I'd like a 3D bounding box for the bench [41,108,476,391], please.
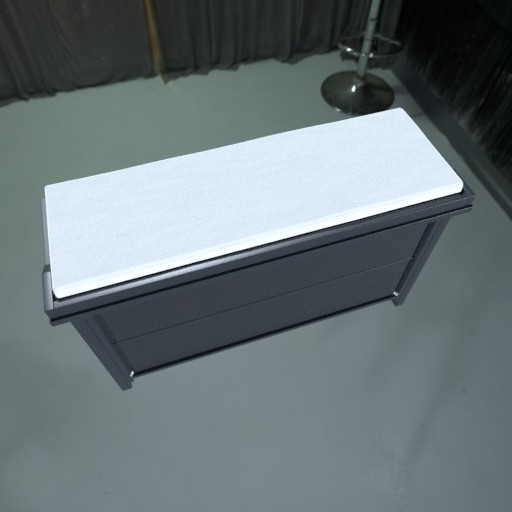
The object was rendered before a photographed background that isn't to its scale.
[{"bbox_3d":[0.000,0.000,1.235,0.973,0.561,0.345,-15,56,-10],"label":"bench"}]
